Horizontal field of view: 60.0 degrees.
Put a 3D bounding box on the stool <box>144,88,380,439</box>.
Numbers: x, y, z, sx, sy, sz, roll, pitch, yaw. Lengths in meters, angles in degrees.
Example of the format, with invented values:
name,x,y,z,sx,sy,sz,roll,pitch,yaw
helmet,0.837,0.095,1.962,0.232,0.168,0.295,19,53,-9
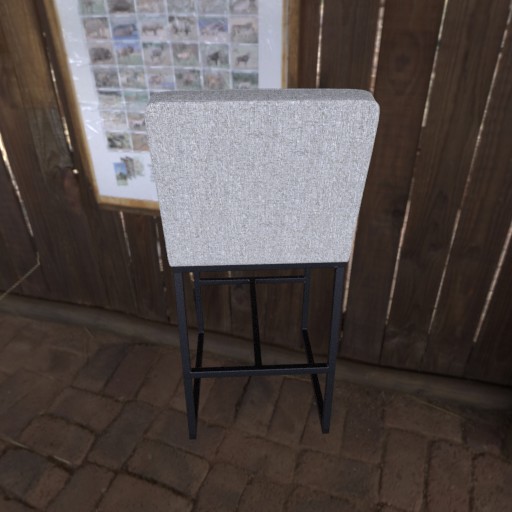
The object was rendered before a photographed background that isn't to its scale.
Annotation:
name,x,y,z,sx,sy,sz,roll,pitch,yaw
stool,0.000,0.000,1.326,0.459,1.034,0.571,-1,31,-2
